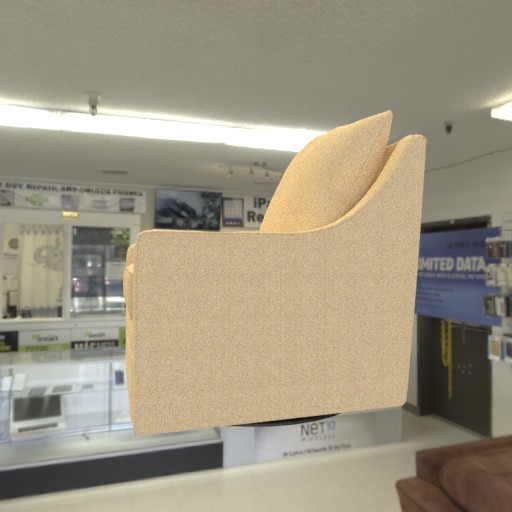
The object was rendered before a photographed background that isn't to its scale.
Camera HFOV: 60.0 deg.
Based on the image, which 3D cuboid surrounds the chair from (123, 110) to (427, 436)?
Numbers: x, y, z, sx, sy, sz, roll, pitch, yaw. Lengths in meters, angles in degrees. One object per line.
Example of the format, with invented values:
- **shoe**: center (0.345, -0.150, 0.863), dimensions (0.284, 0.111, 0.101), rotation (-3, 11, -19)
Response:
- **chair**: center (0.000, 0.000, 1.543), dimensions (0.876, 0.927, 0.760), rotation (0, -1, -18)
